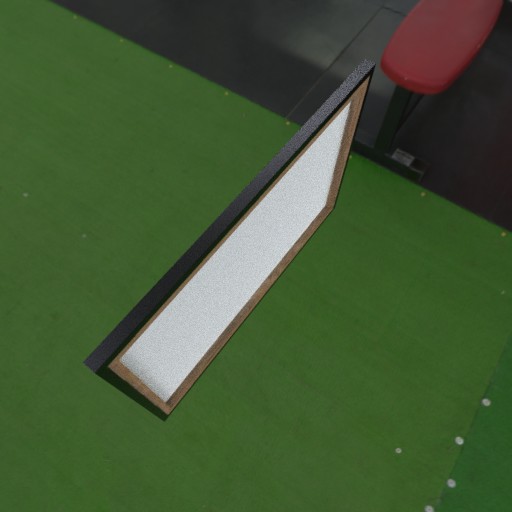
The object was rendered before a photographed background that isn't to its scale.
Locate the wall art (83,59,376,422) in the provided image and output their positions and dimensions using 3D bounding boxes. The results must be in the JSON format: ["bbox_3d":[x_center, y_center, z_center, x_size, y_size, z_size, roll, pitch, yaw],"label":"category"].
[{"bbox_3d":[0.000,0.000,0.841,0.022,0.446,0.659,34,68,16],"label":"wall art"}]
